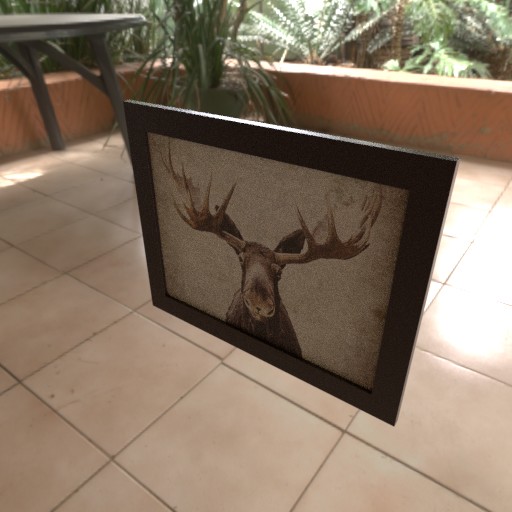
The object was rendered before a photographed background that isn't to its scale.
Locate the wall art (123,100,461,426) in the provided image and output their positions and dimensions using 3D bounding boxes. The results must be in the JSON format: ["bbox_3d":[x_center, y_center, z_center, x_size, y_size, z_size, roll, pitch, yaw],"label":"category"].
[{"bbox_3d":[0.000,0.000,1.616,1.207,0.952,0.034,20,36,30],"label":"wall art"}]
